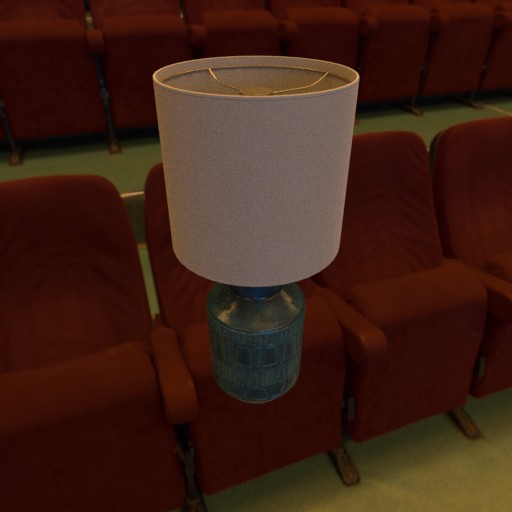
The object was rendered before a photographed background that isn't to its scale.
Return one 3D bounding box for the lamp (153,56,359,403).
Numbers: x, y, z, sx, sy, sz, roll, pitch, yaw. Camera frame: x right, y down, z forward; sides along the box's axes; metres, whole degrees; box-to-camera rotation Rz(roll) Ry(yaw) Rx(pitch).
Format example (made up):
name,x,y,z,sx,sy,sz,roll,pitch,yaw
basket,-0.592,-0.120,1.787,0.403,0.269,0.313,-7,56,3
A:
name,x,y,z,sx,sy,sz,roll,pitch,yaw
lamp,0.000,0.000,0.584,0.211,0.455,0.211,-11,34,-17
